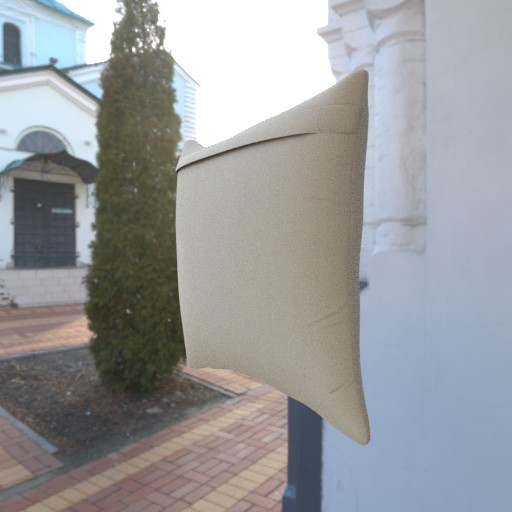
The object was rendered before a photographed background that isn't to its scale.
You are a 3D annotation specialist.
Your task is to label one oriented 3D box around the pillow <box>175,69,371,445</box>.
[{"bbox_3d":[0.000,0.000,0.634,0.173,0.406,0.405,-1,1,-36],"label":"pillow"}]
